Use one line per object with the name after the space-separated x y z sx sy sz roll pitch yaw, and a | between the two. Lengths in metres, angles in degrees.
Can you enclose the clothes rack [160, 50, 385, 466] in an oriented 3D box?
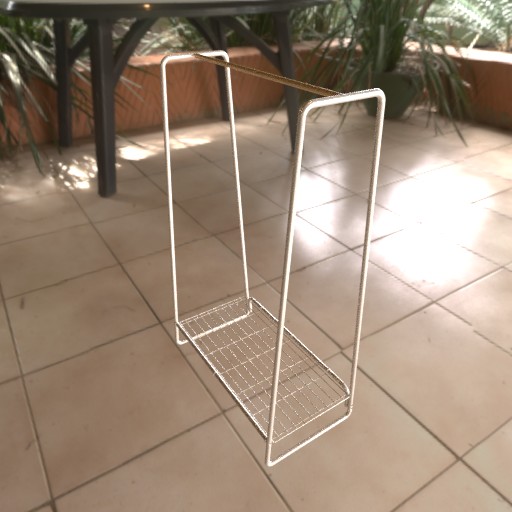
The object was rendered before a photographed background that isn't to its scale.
0.000 0.000 1.901 0.495 1.500 0.900 -20 38 -28 | clothes rack
